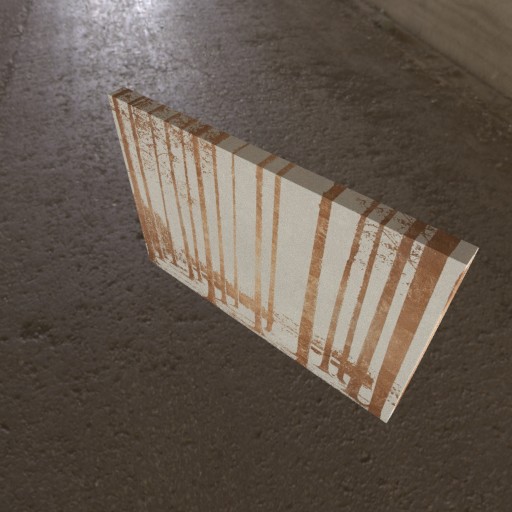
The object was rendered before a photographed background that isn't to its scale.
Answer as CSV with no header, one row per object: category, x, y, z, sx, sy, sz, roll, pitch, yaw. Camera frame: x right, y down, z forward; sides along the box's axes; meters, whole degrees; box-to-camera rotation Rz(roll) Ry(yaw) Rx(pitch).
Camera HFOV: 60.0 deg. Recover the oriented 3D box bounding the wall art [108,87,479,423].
wall art,0.000,0.000,0.761,0.609,0.405,0.035,31,54,26
